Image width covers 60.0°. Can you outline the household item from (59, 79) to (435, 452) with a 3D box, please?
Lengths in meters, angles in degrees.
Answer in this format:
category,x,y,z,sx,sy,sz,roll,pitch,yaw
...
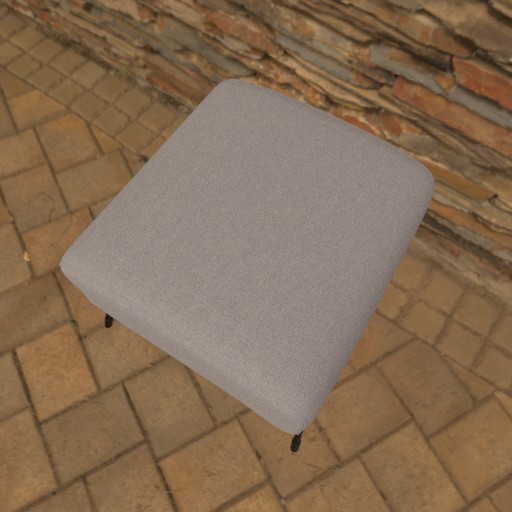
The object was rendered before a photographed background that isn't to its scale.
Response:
category,x,y,z,sx,sy,sz,roll,pitch,yaw
household item,0.000,0.000,0.911,0.530,0.410,0.530,29,67,13
